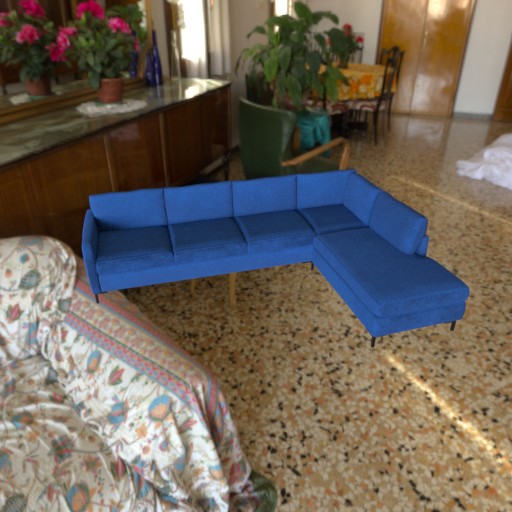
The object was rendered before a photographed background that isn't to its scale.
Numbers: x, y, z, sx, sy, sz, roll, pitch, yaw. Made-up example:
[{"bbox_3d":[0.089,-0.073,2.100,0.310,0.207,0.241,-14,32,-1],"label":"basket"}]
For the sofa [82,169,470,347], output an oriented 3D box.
[{"bbox_3d":[0.000,0.000,3.326,2.486,0.687,1.707,-8,30,-14],"label":"sofa"}]
